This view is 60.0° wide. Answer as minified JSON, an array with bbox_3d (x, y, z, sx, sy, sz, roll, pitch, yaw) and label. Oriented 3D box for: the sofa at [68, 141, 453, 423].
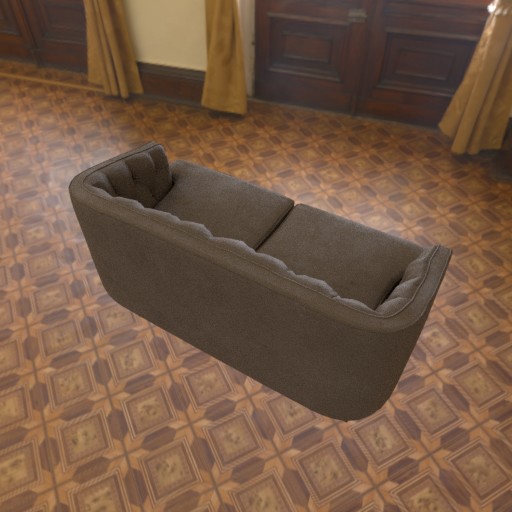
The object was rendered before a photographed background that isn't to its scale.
[{"bbox_3d":[0.000,0.000,2.276,1.733,0.855,0.941,23,50,21],"label":"sofa"}]
